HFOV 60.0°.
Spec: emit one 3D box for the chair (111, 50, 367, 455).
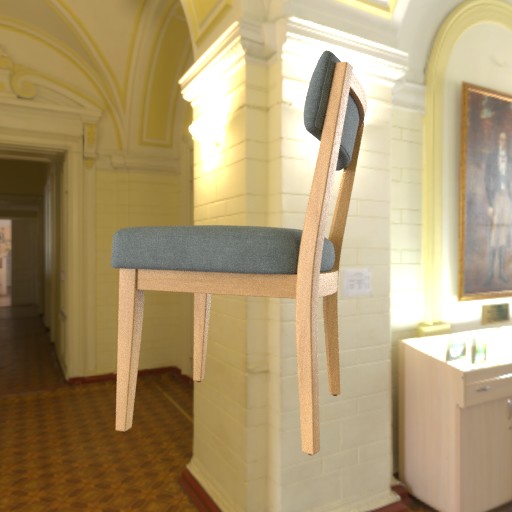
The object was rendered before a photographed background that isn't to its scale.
[{"bbox_3d":[0.000,0.000,1.177,0.572,0.832,0.508,0,0,17],"label":"chair"}]
